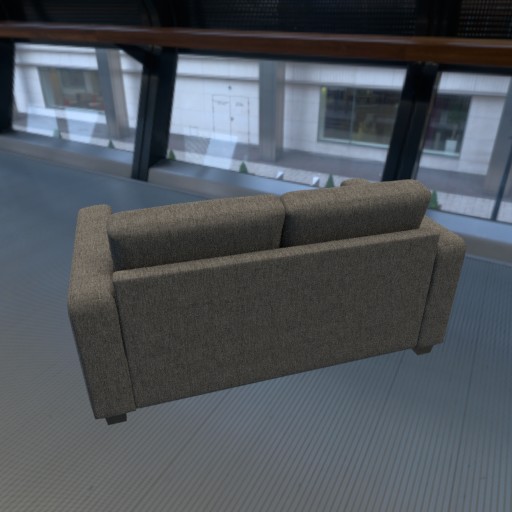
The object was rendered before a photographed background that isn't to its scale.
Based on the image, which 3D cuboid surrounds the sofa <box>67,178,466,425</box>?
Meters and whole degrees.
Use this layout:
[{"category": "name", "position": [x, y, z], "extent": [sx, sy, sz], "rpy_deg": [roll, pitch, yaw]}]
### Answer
[{"category": "sofa", "position": [0.000, 0.000, 2.012], "extent": [1.520, 0.800, 0.900], "rpy_deg": [-8, 29, -15]}]
